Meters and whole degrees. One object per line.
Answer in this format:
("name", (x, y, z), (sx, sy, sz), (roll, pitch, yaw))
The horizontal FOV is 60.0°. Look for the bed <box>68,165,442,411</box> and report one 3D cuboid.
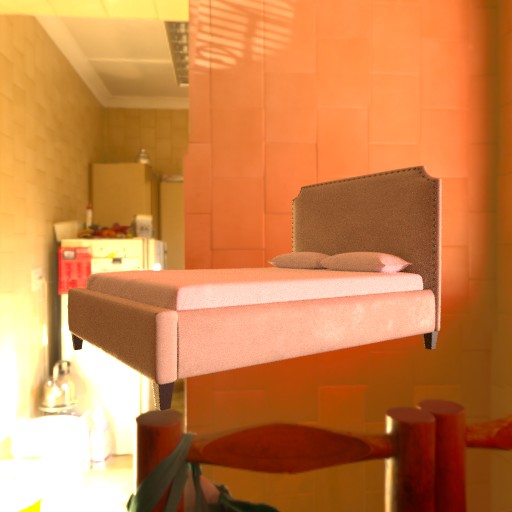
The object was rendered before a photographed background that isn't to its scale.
("bed", (0.000, 0.000, 3.425), (2.372, 1.443, 1.712), (0, 1, -36))
